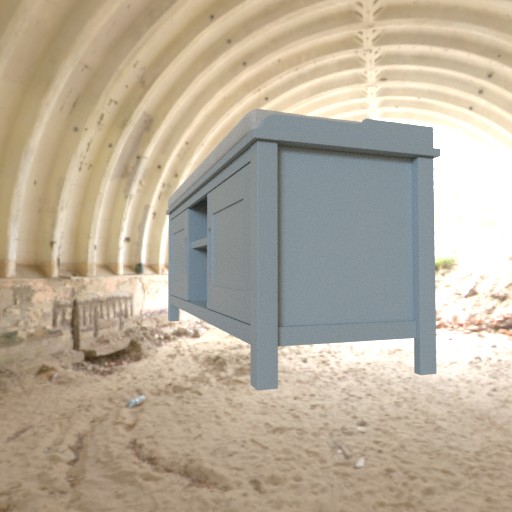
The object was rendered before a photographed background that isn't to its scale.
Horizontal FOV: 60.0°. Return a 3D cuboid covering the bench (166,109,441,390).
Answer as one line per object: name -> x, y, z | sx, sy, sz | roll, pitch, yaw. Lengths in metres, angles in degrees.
bench -> 0.000, 0.000, 1.362 | 0.398, 0.501, 1.140 | 1, -2, -19
